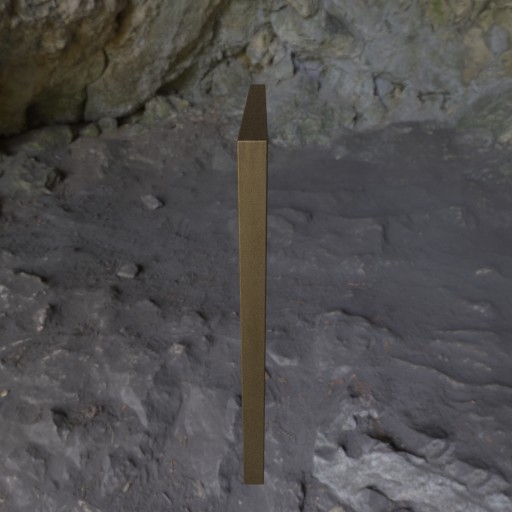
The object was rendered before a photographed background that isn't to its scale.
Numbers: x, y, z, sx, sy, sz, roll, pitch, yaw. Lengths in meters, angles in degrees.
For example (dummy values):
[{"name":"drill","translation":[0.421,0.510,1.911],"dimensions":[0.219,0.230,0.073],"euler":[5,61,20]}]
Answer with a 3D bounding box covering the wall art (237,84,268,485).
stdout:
[{"name":"wall art","translation":[0.000,0.000,0.767],"dimensions":[0.030,0.506,0.503],"euler":[0,27,1]}]
